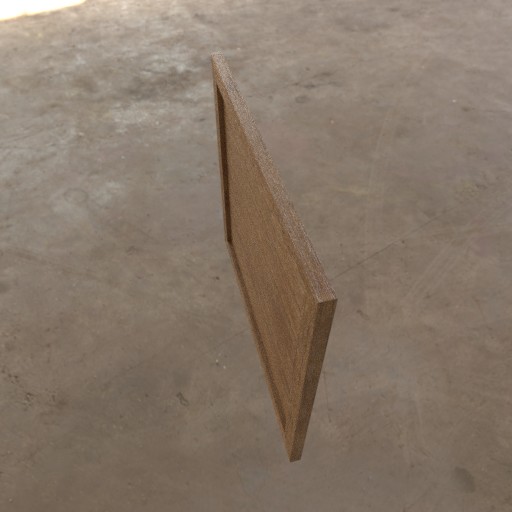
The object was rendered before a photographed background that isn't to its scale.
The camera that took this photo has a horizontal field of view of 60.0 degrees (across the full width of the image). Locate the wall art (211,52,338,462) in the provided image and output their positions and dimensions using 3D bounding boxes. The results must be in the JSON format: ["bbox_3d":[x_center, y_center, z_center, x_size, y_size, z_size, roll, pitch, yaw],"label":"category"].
[{"bbox_3d":[0.000,0.000,0.965,0.026,0.588,0.690,-11,49,-10],"label":"wall art"}]
